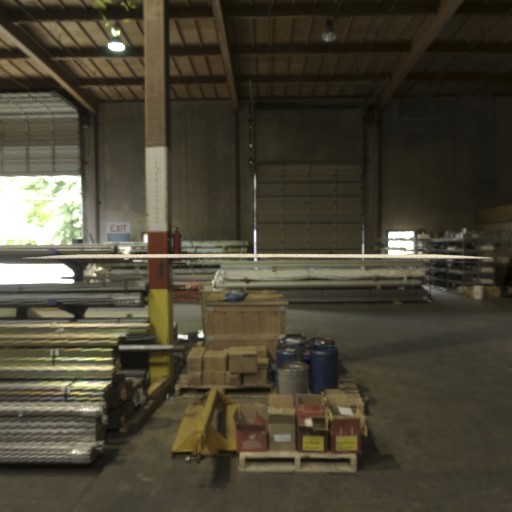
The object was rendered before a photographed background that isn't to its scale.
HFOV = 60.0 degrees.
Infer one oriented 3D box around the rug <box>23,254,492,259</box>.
[{"bbox_3d":[0.000,0.000,2.601,2.390,0.014,0.741,0,1,1],"label":"rug"}]
